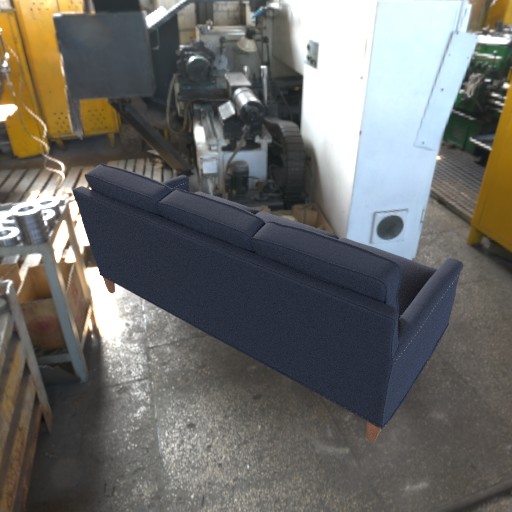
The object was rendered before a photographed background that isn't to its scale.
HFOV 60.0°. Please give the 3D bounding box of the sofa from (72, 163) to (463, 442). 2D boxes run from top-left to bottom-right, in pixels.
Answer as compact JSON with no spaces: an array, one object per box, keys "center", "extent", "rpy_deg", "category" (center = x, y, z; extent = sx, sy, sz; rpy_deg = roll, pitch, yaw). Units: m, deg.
[{"center":[0.000,0.000,2.812],"extent":[2.246,1.003,1.084],"rpy_deg":[21,37,31],"category":"sofa"}]
